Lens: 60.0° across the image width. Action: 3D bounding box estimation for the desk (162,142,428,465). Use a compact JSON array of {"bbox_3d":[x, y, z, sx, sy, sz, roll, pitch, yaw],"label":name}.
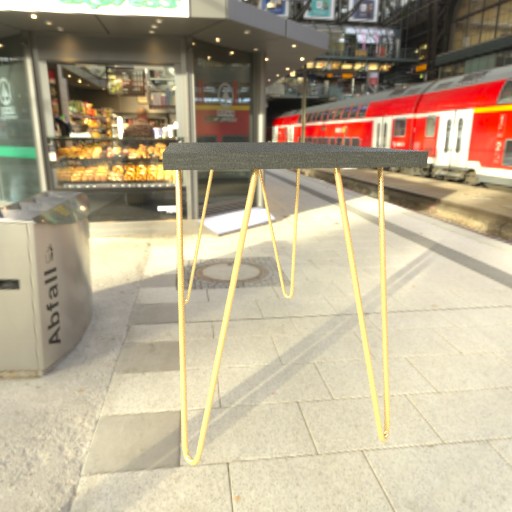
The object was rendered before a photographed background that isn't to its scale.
[{"bbox_3d":[0.000,0.000,1.364,0.499,0.660,0.991,-3,16,-9],"label":"desk"}]
